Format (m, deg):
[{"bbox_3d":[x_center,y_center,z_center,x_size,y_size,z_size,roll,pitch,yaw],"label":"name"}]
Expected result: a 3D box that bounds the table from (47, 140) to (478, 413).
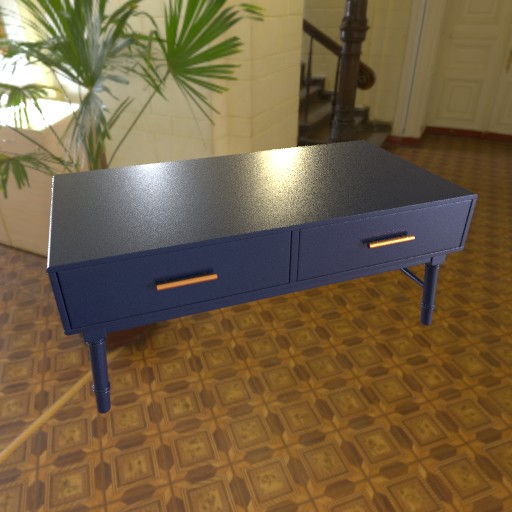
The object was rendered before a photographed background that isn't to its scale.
[{"bbox_3d":[0.000,0.000,1.349,1.067,0.457,0.572,-11,32,-17],"label":"table"}]
